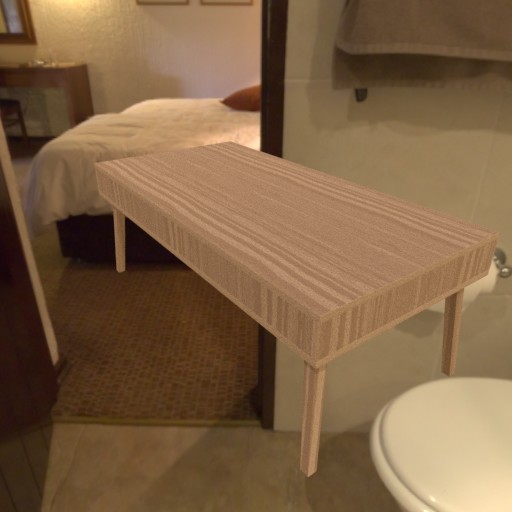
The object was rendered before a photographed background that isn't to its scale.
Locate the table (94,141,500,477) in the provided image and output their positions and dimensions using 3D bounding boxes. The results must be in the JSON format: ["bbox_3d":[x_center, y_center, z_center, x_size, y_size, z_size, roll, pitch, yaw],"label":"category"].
[{"bbox_3d":[0.000,0.000,1.458,0.600,0.450,1.200,-18,33,-32],"label":"table"}]
